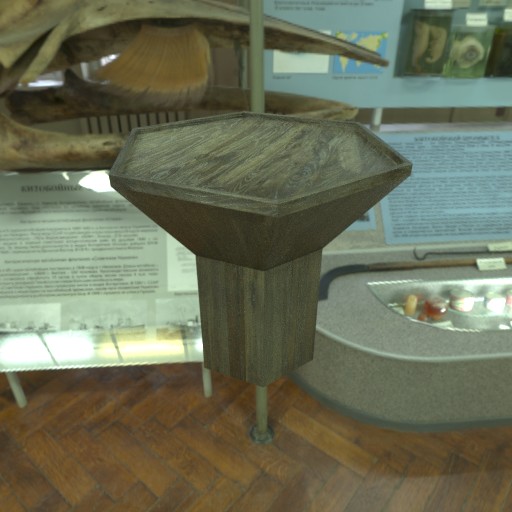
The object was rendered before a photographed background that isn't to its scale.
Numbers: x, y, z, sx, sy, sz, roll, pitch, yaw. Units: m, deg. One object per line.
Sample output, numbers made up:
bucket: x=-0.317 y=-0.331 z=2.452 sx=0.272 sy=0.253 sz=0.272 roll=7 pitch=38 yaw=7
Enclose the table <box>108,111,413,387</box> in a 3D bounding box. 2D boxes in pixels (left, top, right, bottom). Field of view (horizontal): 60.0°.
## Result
table: x=0.000 y=0.000 z=1.149 sx=0.683 sy=0.586 sz=0.592 roll=-20 pitch=36 yaw=-31
